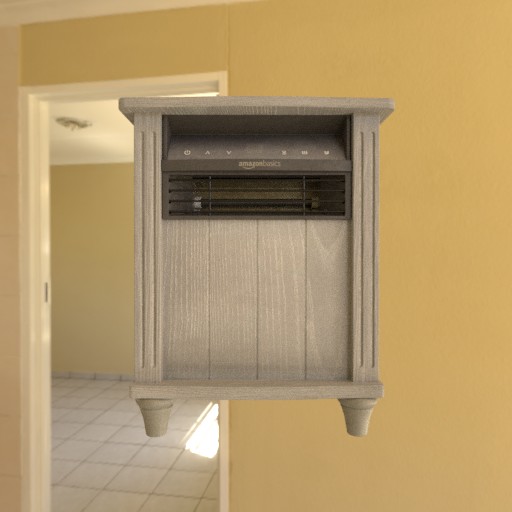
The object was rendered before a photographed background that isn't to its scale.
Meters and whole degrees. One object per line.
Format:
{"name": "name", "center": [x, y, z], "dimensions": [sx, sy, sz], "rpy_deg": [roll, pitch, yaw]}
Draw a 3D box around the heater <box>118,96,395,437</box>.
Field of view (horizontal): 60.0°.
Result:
{"name": "heater", "center": [0.000, 0.000, 0.765], "dimensions": [0.362, 0.481, 0.400], "rpy_deg": [0, 0, 0]}
